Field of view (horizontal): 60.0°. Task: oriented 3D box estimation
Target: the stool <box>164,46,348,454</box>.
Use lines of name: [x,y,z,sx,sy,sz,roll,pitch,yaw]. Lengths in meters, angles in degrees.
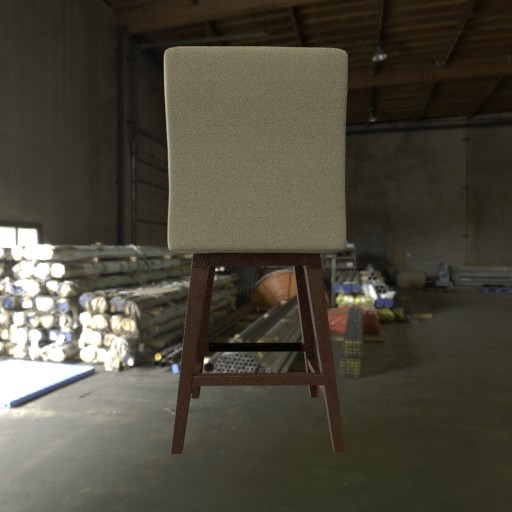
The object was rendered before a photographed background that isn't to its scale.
stool: [0.000,0.000,1.302,0.483,0.991,0.559,0,1,-1]
